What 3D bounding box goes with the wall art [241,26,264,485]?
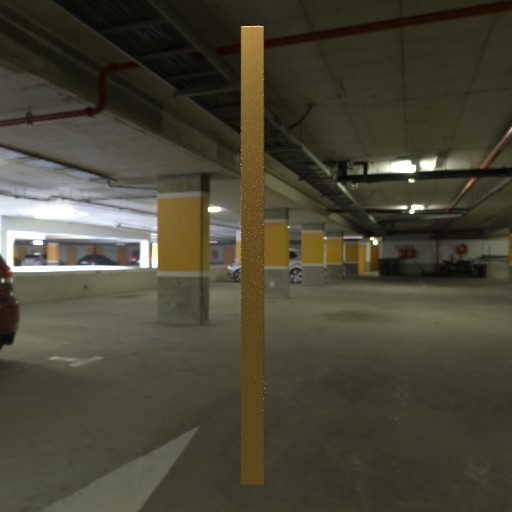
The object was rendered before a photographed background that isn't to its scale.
[{"bbox_3d":[0.000,0.000,1.042,0.038,0.762,0.610,0,0,1],"label":"wall art"}]
